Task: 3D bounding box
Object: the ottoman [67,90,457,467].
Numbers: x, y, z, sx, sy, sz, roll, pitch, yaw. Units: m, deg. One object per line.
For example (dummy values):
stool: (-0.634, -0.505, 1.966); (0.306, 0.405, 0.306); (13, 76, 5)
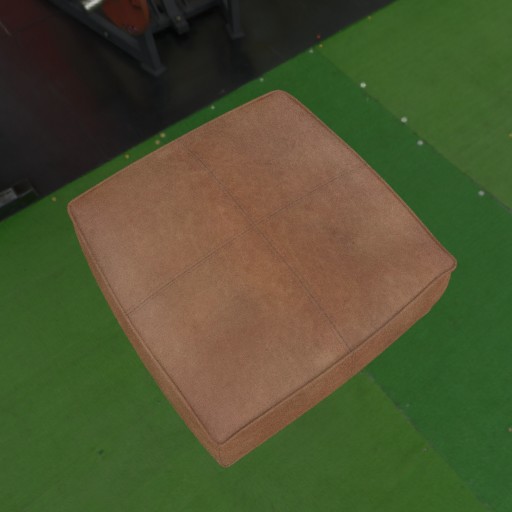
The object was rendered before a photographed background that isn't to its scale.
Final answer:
ottoman: (0.000, 0.000, 1.375); (0.901, 0.395, 0.902); (-33, 69, -15)
